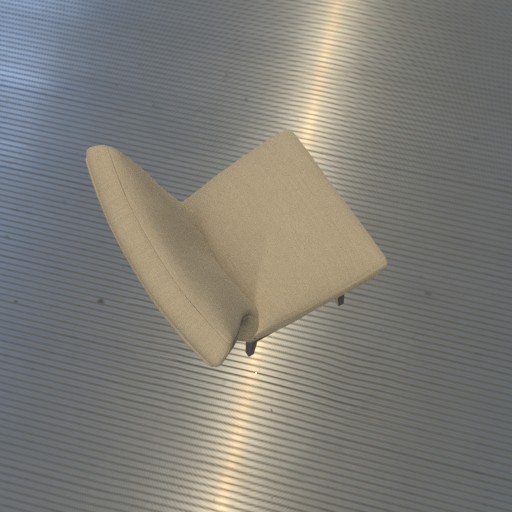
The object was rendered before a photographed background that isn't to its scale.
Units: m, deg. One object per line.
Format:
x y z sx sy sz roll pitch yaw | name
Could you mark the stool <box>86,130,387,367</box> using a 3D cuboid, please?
0.000 0.000 1.382 0.574 1.086 0.514 -32 77 -8 | stool
